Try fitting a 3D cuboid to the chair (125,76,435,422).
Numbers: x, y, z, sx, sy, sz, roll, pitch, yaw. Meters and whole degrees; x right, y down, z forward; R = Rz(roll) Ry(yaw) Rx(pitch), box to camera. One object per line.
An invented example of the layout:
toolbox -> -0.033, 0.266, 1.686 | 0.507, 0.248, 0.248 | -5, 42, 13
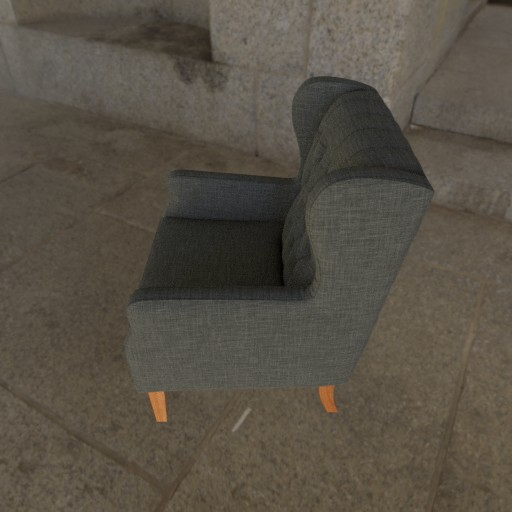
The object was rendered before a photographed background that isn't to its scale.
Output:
chair -> 0.000, 0.000, 1.452 | 0.775, 0.953, 0.711 | 0, 40, 0
